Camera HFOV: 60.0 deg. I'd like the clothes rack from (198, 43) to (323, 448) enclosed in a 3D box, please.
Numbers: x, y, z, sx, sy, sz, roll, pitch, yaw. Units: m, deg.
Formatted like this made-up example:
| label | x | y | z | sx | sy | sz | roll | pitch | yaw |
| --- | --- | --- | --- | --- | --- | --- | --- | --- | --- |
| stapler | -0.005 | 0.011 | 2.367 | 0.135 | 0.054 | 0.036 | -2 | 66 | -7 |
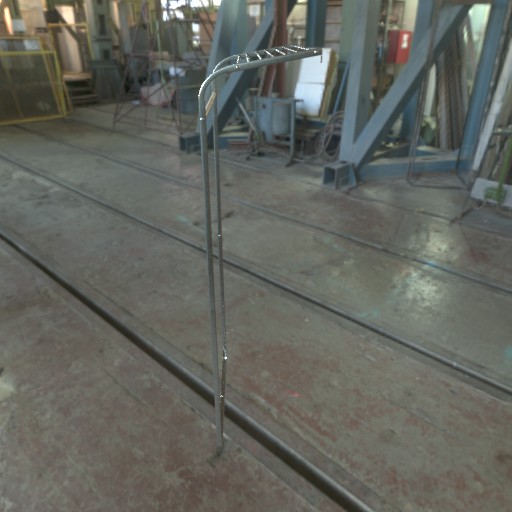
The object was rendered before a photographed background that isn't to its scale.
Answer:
| label | x | y | z | sx | sy | sz | roll | pitch | yaw |
| --- | --- | --- | --- | --- | --- | --- | --- | --- | --- |
| clothes rack | 0.000 | 0.000 | 1.828 | 0.349 | 1.574 | 0.609 | -1 | 27 | -1 |
